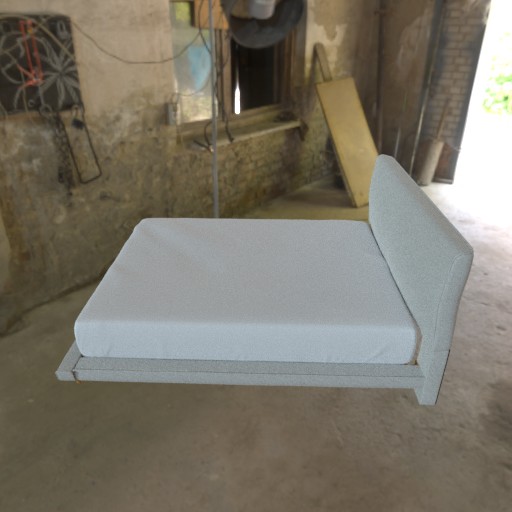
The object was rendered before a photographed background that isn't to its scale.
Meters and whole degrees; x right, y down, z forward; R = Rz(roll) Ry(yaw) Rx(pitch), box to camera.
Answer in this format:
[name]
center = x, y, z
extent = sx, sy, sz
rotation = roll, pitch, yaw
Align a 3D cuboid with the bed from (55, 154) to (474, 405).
[bed]
center = 0.000, 0.000, 3.493
extent = 2.498, 1.126, 1.980
rotation = 1, 28, 2
